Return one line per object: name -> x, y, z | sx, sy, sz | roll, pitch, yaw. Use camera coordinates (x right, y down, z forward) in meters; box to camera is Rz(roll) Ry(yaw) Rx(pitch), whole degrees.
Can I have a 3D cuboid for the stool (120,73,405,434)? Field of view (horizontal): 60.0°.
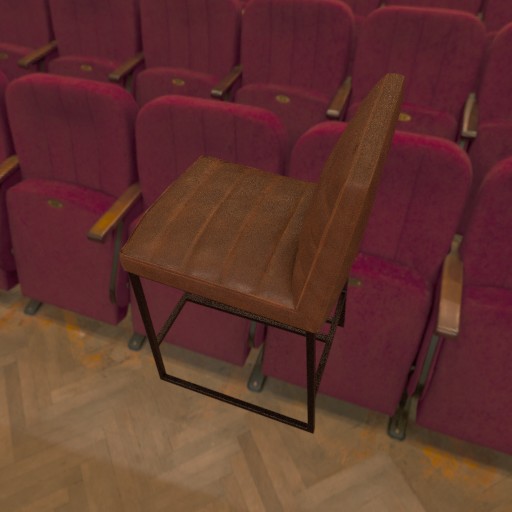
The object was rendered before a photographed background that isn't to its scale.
stool -> 0.000, 0.000, 1.226 | 0.562, 0.942, 0.463 | 15, 47, 14
